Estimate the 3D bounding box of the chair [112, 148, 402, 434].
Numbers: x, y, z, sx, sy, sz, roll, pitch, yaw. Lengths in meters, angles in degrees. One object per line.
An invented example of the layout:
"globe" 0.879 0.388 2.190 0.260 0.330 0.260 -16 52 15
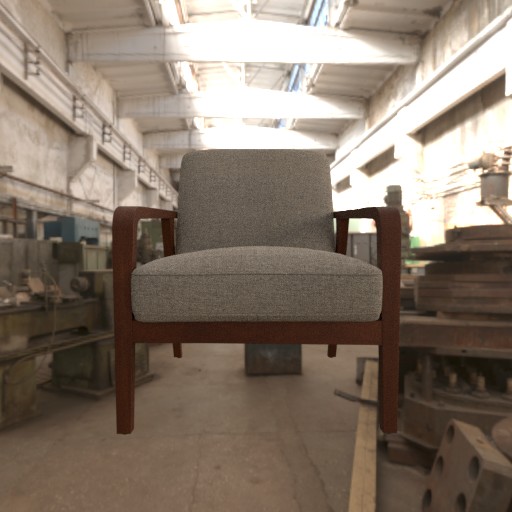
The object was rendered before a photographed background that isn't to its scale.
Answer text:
"chair" 0.000 0.000 1.465 0.704 0.847 0.858 0 1 0
